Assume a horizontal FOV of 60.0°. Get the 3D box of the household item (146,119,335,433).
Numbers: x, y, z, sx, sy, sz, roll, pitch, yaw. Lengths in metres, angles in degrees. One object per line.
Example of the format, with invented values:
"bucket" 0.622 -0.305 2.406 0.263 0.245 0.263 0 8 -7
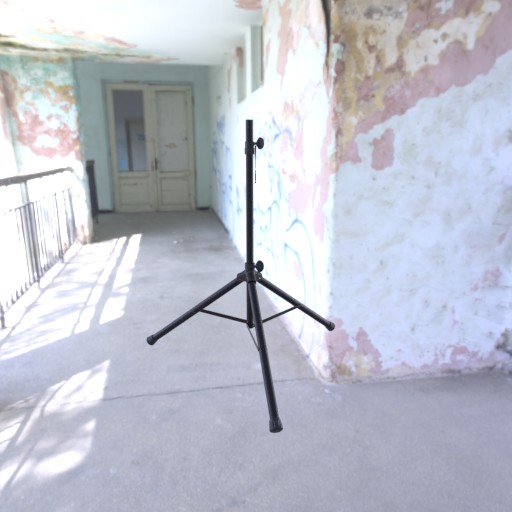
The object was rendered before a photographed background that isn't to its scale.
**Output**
"household item" 0.000 0.000 1.908 1.045 1.136 0.907 -2 15 -9
